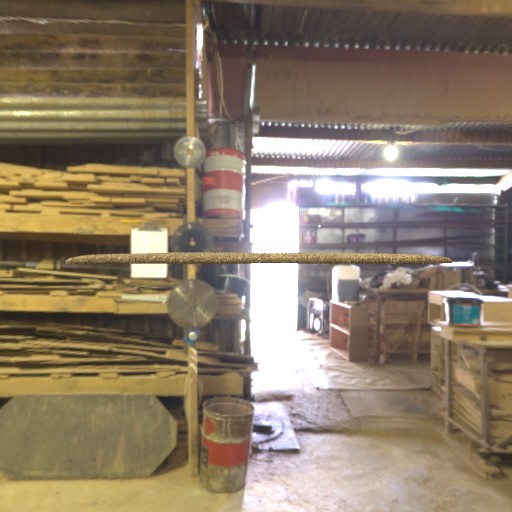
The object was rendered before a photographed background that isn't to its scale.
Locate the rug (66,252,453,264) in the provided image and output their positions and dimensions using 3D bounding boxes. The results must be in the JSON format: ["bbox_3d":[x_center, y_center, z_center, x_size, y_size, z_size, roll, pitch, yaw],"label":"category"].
[{"bbox_3d":[0.000,0.000,3.898,2.242,0.050,2.873,0,1,-1],"label":"rug"}]
